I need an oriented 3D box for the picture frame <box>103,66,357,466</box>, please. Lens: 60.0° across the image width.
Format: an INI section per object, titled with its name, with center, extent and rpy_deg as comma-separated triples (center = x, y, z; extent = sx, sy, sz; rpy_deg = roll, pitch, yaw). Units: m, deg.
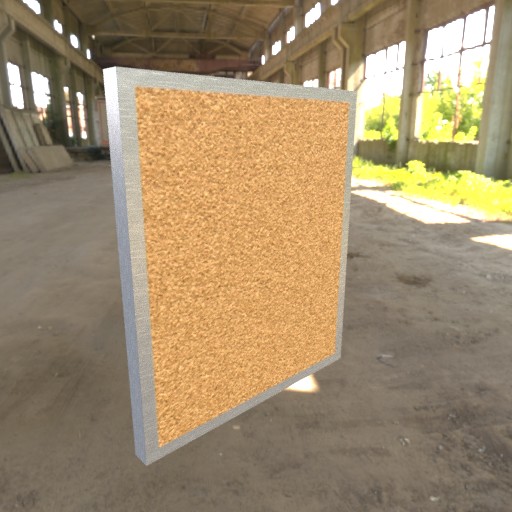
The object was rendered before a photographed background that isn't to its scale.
[picture frame]
center = 0.000, 0.000, 0.517
extent = 0.327, 0.378, 0.027
rpy_deg = -14, 21, -41
